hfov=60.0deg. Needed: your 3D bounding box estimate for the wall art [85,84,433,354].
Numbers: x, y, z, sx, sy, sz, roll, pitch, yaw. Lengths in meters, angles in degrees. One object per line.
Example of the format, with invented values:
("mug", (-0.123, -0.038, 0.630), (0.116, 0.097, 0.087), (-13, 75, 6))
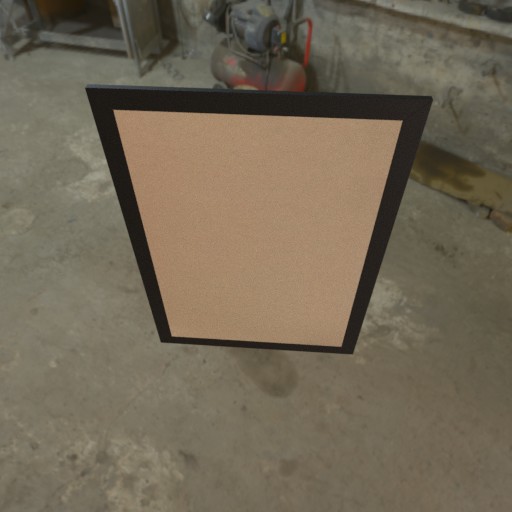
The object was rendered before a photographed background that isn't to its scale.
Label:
("wall art", (0.000, 0.000, 0.679), (0.379, 0.530, 0.008), (3, 48, 3))
